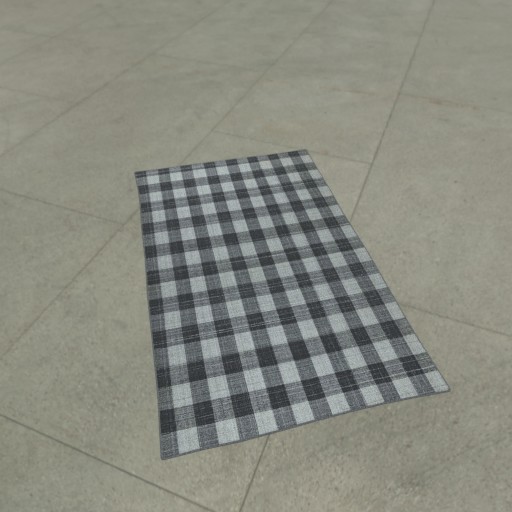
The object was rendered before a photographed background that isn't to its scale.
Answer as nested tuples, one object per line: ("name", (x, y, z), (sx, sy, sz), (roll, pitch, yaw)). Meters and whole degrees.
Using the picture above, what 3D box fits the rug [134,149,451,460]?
("rug", (0.000, 0.000, 3.087), (1.554, 0.011, 2.476), (-10, 46, -10))
